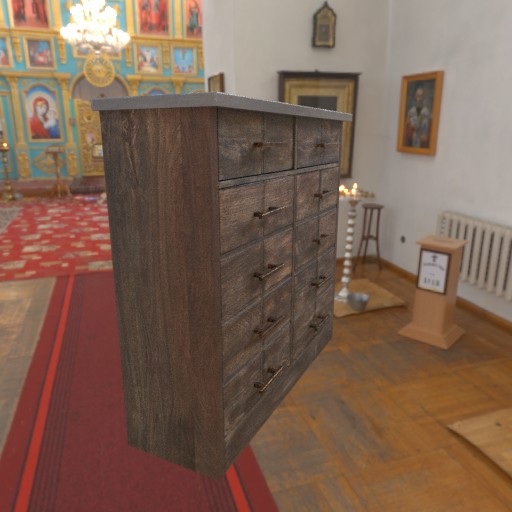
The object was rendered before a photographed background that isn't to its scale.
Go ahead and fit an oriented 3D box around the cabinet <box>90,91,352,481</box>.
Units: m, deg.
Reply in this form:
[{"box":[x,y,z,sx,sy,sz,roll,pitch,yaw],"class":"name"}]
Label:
[{"box":[0.000,0.000,1.451,0.338,0.919,0.968,8,17,26],"class":"cabinet"}]
